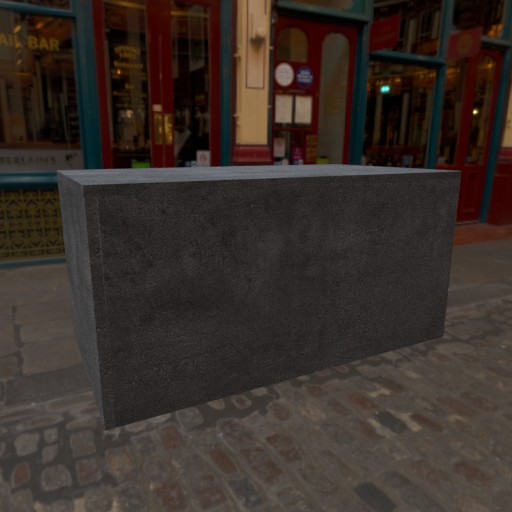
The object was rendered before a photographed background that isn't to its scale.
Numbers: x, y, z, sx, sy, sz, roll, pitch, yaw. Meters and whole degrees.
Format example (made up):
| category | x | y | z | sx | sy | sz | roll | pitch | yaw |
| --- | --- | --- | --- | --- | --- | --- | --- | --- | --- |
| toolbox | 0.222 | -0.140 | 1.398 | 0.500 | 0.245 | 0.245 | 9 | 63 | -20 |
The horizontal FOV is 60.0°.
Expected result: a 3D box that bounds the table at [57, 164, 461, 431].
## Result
| category | x | y | z | sx | sy | sz | roll | pitch | yaw |
| --- | --- | --- | --- | --- | --- | --- | --- | --- | --- |
| table | 0.000 | 0.000 | 0.924 | 0.700 | 0.350 | 0.400 | -7 | 16 | -27 |
